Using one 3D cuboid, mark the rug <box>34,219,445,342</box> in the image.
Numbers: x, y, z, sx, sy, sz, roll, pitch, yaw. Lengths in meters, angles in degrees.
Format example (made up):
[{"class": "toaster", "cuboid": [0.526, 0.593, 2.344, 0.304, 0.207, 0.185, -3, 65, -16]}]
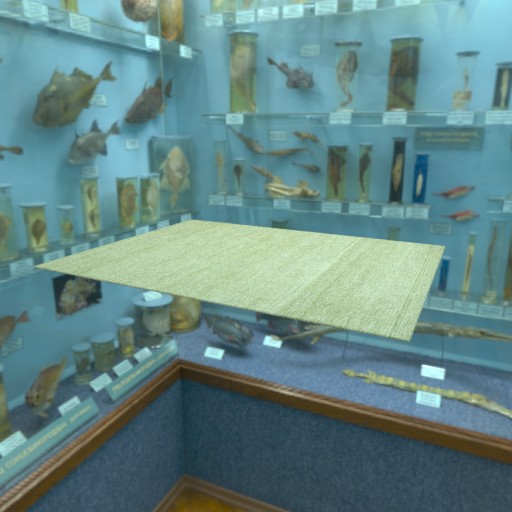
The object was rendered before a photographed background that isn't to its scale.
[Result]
[{"class": "rug", "cuboid": [0.000, 0.000, 4.272, 3.198, 0.016, 2.425, 8, 18, 26]}]
